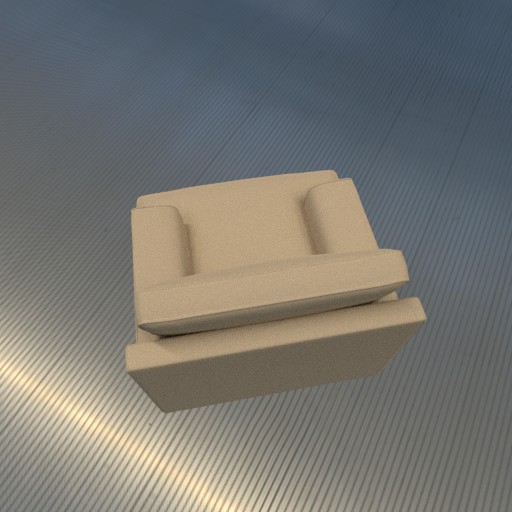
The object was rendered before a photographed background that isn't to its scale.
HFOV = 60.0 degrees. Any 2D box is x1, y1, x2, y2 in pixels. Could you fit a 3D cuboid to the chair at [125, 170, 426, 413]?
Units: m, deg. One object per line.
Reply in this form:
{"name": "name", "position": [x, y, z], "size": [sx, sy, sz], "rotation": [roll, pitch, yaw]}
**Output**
{"name": "chair", "position": [0.000, 0.000, 2.185], "size": [1.293, 1.005, 1.274], "rotation": [-15, 60, -9]}
